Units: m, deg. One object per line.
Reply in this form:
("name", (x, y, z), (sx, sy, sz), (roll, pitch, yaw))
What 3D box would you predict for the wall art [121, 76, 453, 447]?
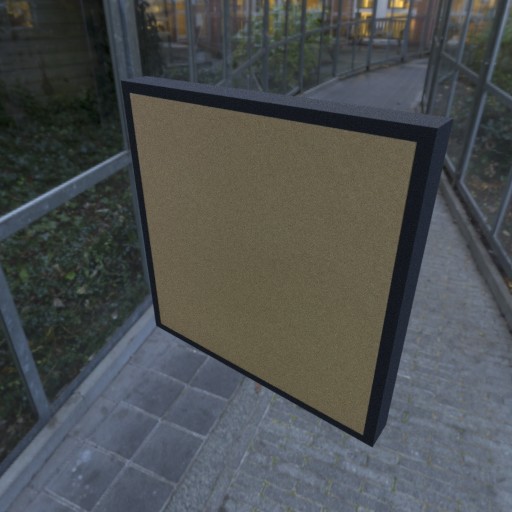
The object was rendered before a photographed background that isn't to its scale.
("wall art", (0.000, 0.000, 0.440), (0.305, 0.304, 0.033), (21, 36, 31))
